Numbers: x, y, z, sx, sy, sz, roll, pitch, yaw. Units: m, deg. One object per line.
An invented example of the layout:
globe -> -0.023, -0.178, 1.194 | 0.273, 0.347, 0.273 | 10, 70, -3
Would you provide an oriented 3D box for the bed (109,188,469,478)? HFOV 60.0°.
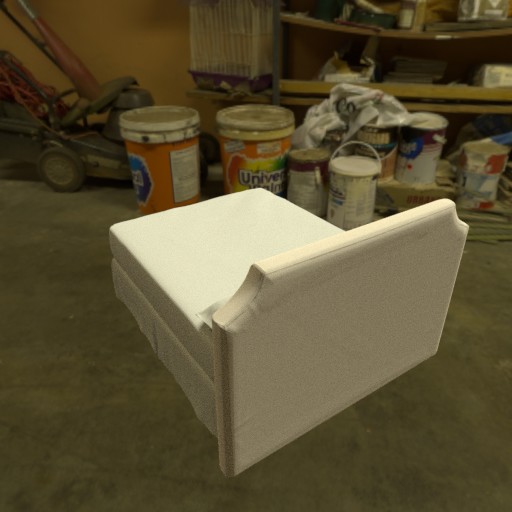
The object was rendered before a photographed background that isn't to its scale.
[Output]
bed -> 0.000, 0.000, 3.329 | 1.828, 1.297, 2.164 | -19, 35, -29
